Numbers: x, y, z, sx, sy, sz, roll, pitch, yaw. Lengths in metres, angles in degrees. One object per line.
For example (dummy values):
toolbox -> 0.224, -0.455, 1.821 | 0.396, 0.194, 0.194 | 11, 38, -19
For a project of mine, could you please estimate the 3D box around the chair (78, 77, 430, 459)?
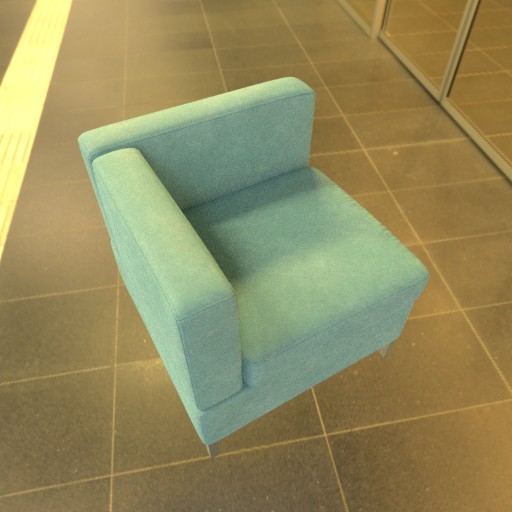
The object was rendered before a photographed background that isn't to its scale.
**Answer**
chair -> 0.000, 0.000, 1.244 | 0.680, 0.660, 0.680 | -23, 51, -20
